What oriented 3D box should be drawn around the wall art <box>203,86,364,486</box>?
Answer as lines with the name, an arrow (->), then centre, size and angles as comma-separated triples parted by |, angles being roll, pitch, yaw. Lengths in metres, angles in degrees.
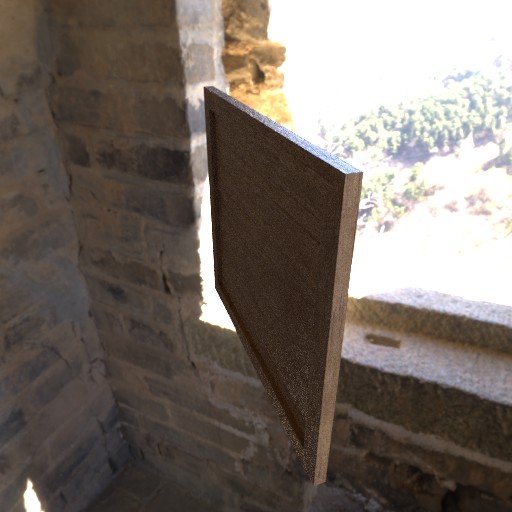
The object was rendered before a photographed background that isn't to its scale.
wall art -> 0.000, 0.000, 0.946 | 0.026, 0.588, 0.690 | -10, 31, -17
